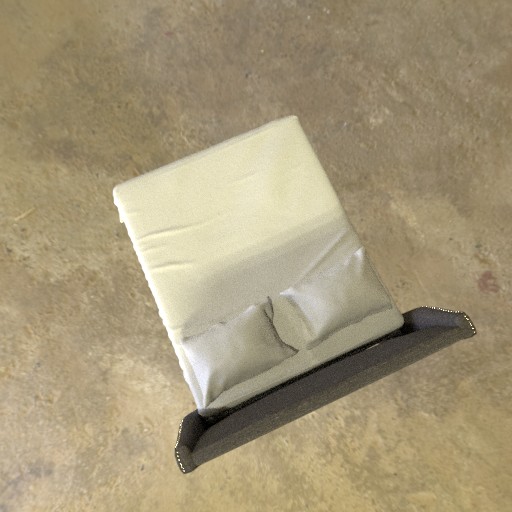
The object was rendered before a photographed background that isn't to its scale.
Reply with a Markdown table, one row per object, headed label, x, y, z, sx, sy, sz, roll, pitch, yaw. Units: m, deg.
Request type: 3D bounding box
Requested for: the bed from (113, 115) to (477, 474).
| label | x | y | z | sx | sy | sz | roll | pitch | yaw |
| --- | --- | --- | --- | --- | --- | --- | --- | --- | --- |
| bed | 0.000 | 0.000 | 3.418 | 1.925 | 1.332 | 2.276 | -23 | 77 | -6 |
